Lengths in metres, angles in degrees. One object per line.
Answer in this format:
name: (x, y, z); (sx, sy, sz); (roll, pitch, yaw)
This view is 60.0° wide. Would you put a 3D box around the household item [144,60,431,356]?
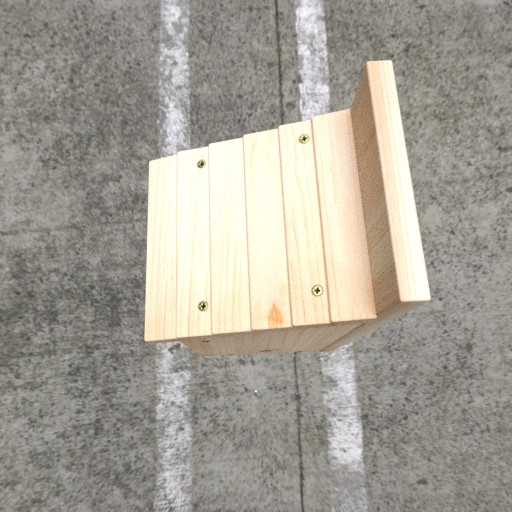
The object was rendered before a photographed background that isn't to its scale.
household item: (0.000, 0.000, 0.386); (0.171, 0.300, 0.149); (-3, 73, -1)
